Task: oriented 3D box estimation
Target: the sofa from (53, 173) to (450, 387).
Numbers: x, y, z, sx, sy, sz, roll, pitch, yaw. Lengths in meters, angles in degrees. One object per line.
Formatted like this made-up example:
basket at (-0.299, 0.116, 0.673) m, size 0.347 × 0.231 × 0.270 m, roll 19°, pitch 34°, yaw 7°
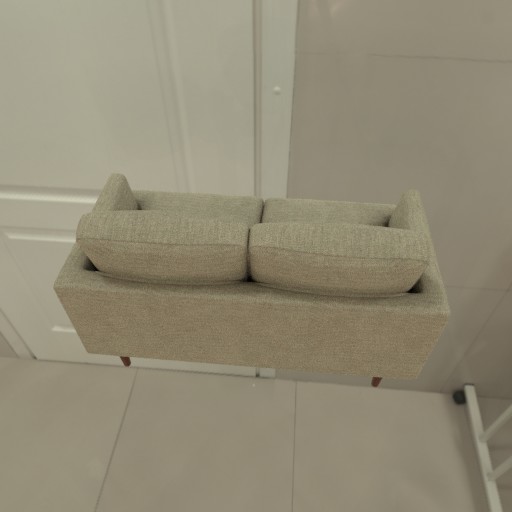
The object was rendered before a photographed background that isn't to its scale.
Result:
sofa at (0.000, 0.000, 2.162) m, size 1.582 × 0.944 × 0.903 m, roll 4°, pitch 47°, yaw 4°
